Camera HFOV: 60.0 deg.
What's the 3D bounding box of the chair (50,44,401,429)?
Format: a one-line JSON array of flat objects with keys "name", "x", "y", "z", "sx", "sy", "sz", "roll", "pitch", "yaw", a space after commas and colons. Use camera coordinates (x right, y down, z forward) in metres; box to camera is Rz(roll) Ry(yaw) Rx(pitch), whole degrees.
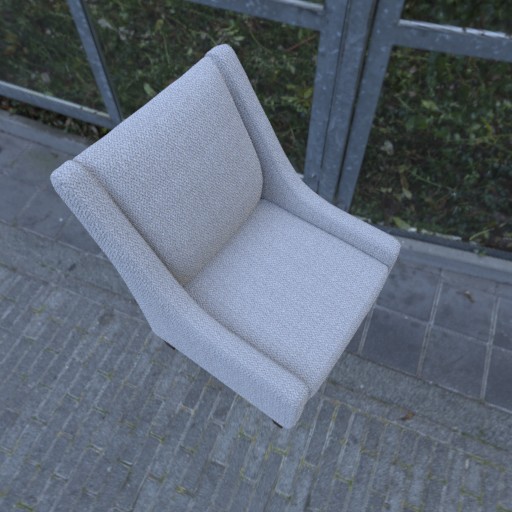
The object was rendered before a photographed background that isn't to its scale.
[{"name": "chair", "x": 0.000, "y": 0.000, "z": 1.629, "sx": 0.870, "sy": 1.014, "sz": 0.774, "roll": 31, "pitch": 63, "yaw": 18}]
